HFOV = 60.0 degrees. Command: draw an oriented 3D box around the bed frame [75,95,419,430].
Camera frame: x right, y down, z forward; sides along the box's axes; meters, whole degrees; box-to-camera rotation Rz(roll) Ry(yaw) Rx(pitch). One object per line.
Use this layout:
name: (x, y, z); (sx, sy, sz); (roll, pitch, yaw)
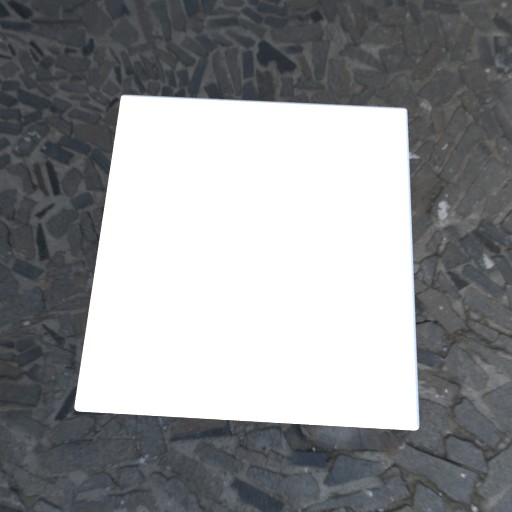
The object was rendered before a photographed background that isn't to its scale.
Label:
bed frame: (0.000, 0.000, 2.966); (1.935, 0.525, 2.033); (3, 75, 1)
